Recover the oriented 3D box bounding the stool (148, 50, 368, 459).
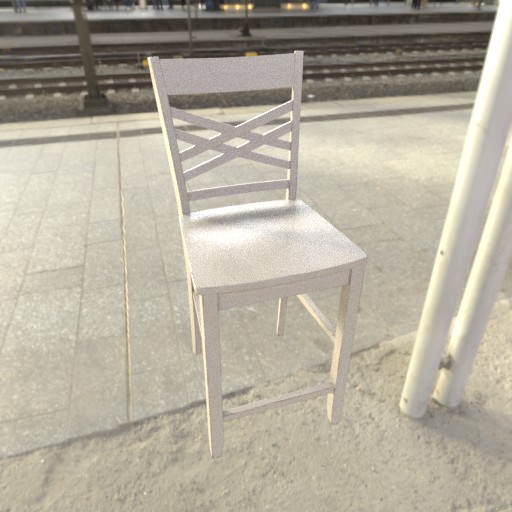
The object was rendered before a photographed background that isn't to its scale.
[{"bbox_3d":[0.000,0.000,1.352,0.462,1.079,0.539,-10,33,-15],"label":"stool"}]
